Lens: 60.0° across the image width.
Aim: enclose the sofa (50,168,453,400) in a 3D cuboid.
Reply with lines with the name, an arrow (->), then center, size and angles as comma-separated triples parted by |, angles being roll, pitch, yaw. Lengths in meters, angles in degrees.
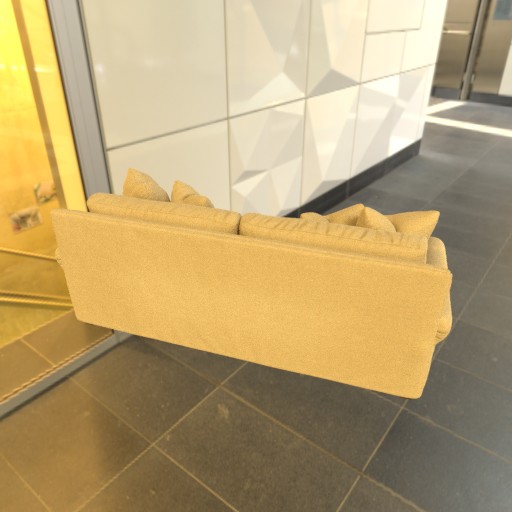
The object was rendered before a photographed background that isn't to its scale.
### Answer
sofa -> 0.000, 0.000, 2.840 | 2.285, 0.904, 1.067 | 9, 31, 16
